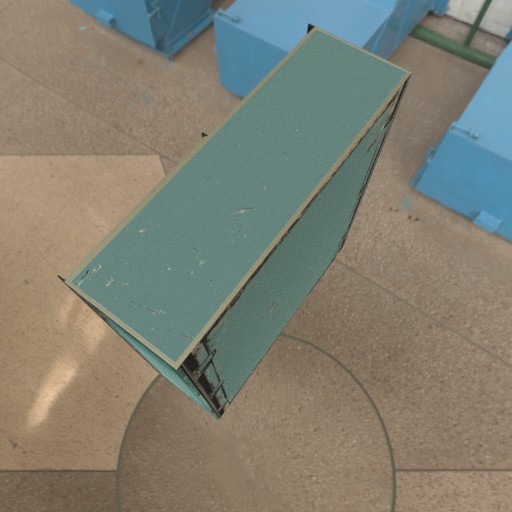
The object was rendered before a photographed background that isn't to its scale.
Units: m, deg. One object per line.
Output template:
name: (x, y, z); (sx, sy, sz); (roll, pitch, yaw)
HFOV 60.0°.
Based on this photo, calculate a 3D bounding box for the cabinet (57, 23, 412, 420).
cabinet: (0.000, 0.000, 3.158); (0.680, 2.160, 2.000); (33, 69, 15)
